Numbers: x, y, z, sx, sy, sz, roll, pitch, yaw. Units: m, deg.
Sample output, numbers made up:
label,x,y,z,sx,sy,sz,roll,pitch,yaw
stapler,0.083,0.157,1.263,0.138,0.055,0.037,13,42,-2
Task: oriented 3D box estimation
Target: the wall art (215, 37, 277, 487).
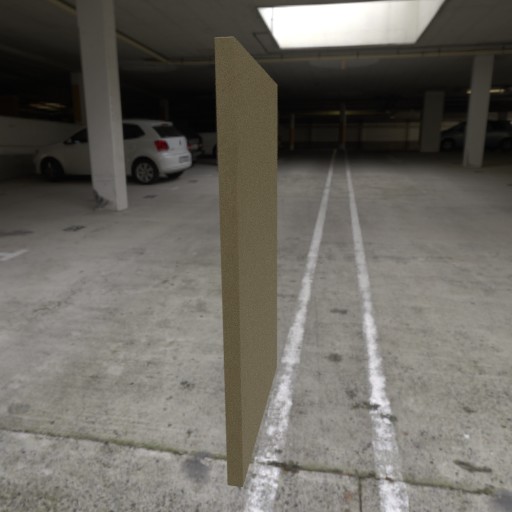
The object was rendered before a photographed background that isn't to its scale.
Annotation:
label,x,y,z,sx,sy,sz,roll,pitch,yaw
wall art,0.000,0.000,1.019,0.039,0.810,0.510,2,13,10
